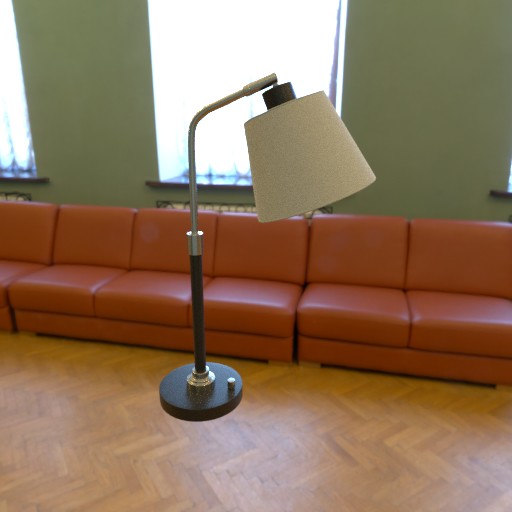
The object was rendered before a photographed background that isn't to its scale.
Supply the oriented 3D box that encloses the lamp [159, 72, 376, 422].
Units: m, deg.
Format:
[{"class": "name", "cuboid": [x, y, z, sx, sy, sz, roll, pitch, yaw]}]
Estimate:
[{"class": "lamp", "cuboid": [0.000, 0.000, 0.701, 0.348, 0.539, 0.181, 3, 18, 11]}]
